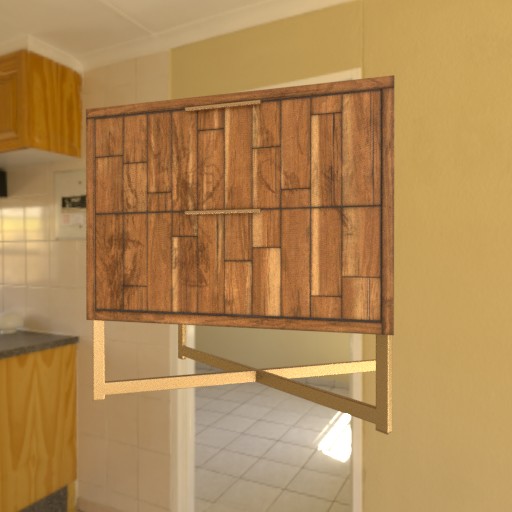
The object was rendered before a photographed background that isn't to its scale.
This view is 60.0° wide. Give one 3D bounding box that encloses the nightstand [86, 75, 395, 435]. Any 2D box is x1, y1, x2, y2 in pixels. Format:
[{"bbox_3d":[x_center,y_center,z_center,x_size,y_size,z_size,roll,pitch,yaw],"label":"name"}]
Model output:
[{"bbox_3d":[0.000,0.000,1.033,0.610,0.610,0.446,0,0,17],"label":"nightstand"}]
